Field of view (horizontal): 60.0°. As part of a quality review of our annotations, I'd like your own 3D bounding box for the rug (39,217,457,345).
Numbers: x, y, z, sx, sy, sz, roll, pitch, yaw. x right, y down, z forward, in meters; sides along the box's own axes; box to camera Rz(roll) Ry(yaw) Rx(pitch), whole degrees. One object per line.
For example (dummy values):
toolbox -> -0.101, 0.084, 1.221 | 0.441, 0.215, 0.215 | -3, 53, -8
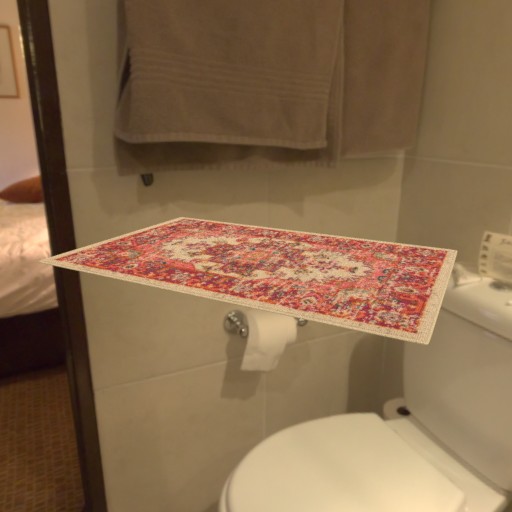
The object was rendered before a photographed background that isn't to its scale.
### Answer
rug -> 0.000, 0.000, 1.084 | 0.868, 0.004, 0.556 | 9, 19, 26
